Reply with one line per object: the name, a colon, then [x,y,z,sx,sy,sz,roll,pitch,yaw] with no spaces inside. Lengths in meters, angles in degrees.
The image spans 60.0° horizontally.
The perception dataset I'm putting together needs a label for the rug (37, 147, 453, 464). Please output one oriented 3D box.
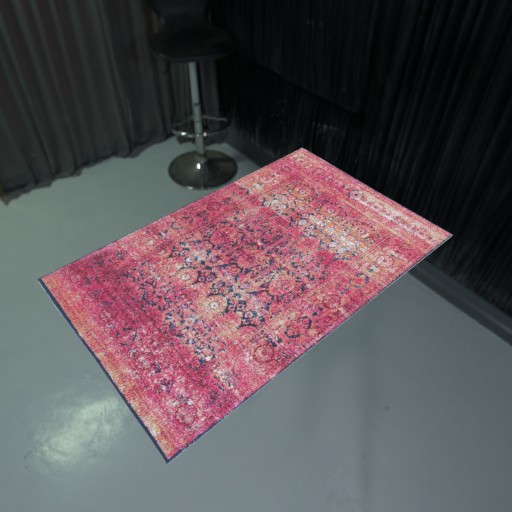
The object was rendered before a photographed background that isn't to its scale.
rug: [0.000,0.000,3.048,2.449,0.018,1.539,-32,53,-27]
